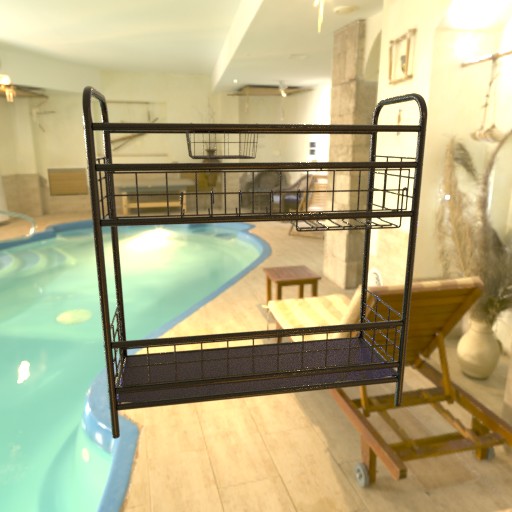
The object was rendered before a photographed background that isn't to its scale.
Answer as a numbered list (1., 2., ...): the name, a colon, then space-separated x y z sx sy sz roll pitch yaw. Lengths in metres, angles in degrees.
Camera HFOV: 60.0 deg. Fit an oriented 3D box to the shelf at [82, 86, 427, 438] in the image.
1. shelf: 0.000 0.000 1.477 0.961 1.026 0.350 -3 14 -10
